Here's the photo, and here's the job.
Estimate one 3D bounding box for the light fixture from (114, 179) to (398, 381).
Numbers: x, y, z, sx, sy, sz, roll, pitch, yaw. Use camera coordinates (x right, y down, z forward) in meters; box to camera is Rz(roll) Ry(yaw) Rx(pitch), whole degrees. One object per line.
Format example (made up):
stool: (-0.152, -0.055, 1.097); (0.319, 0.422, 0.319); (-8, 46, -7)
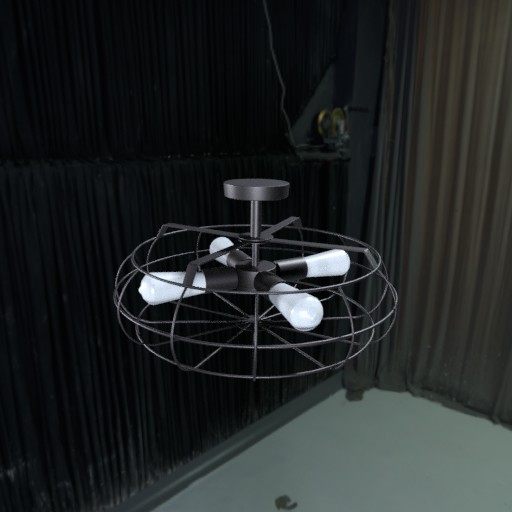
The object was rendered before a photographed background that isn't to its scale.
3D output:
light fixture: (0.000, 0.000, 0.934); (0.582, 0.311, 0.582); (0, 15, 0)
